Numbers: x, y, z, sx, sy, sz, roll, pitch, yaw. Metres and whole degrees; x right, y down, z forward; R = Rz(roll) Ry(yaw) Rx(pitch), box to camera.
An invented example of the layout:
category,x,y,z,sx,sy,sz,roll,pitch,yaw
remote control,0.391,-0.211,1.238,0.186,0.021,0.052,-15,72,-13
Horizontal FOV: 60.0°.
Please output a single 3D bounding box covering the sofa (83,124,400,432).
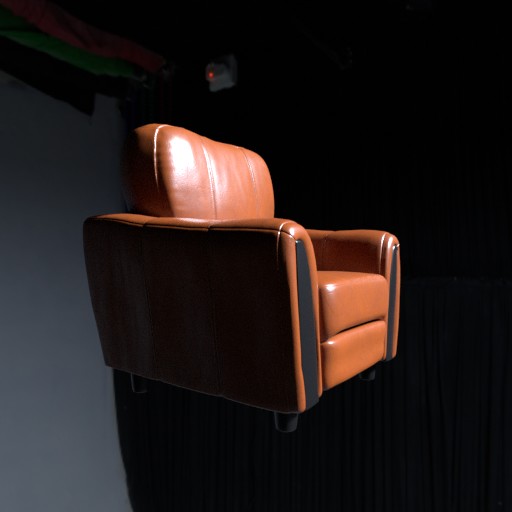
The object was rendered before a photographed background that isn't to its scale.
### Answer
category,x,y,z,sx,sy,sz,roll,pitch,yaw
sofa,0.000,0.000,1.520,0.789,0.876,0.836,0,0,35
